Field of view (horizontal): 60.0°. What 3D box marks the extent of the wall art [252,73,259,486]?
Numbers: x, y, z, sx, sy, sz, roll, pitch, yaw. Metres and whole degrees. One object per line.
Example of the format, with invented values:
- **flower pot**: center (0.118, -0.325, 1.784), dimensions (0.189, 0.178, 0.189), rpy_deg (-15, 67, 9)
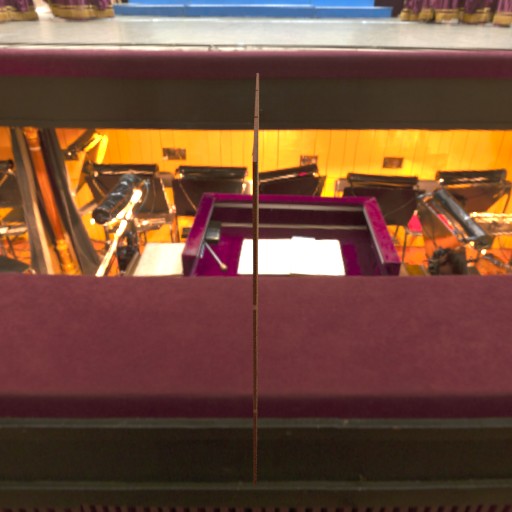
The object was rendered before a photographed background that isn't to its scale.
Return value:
- **wall art**: center (0.000, 0.000, 2.287), dimensions (0.019, 1.532, 1.533), rpy_deg (0, 31, 0)
